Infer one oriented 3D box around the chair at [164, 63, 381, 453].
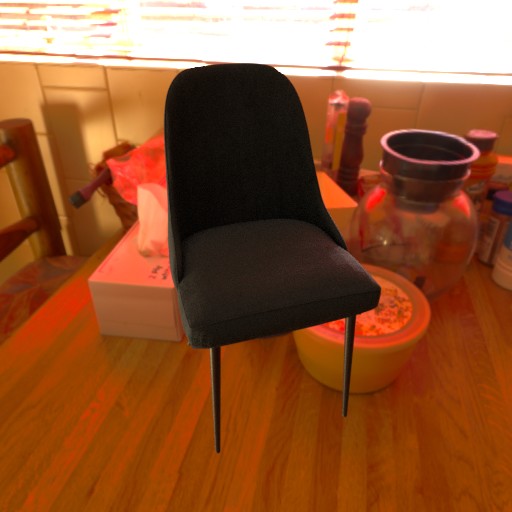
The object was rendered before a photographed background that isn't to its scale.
[{"bbox_3d":[0.000,0.000,1.212,0.478,0.896,0.559,-10,33,-15],"label":"chair"}]
